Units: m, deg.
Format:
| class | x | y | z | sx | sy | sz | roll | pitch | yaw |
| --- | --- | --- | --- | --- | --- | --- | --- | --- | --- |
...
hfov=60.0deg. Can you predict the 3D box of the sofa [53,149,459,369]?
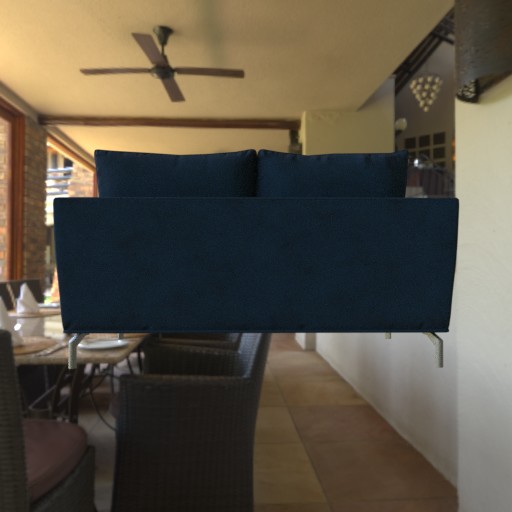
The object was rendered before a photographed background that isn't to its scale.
| class | x | y | z | sx | sy | sz | roll | pitch | yaw |
| --- | --- | --- | --- | --- | --- | --- | --- | --- | --- |
| sofa | 0.000 | 0.000 | 2.326 | 1.770 | 1.002 | 0.853 | 0 | -1 | -1 |
